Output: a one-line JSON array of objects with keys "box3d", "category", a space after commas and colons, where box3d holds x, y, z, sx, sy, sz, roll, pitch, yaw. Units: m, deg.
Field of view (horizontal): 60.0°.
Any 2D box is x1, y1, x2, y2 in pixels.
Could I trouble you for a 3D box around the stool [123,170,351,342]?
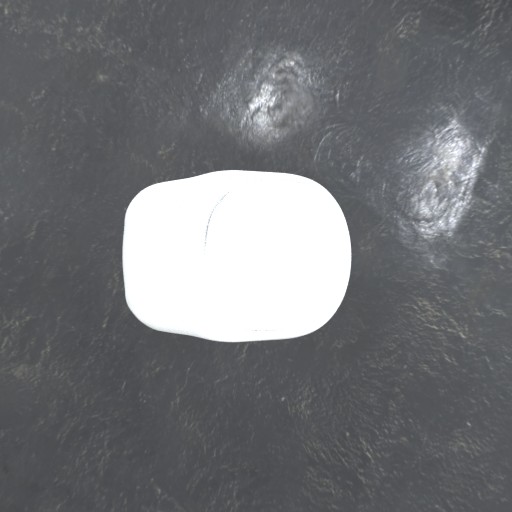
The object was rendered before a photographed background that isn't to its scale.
[{"box3d": [0.000, 0.000, 1.431, 0.549, 1.115, 0.482, 0, 90, -1], "category": "stool"}]
